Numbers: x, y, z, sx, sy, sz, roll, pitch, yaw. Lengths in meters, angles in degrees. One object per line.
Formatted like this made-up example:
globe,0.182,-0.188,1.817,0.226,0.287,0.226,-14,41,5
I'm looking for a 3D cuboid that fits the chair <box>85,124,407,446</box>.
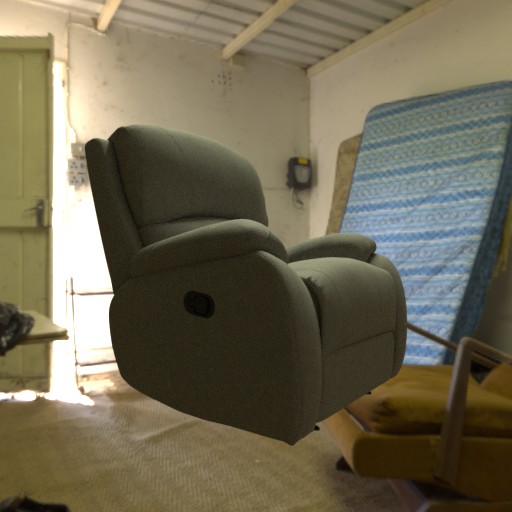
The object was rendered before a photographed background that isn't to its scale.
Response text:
chair,0.000,0.000,1.663,0.899,1.011,0.930,0,0,35
